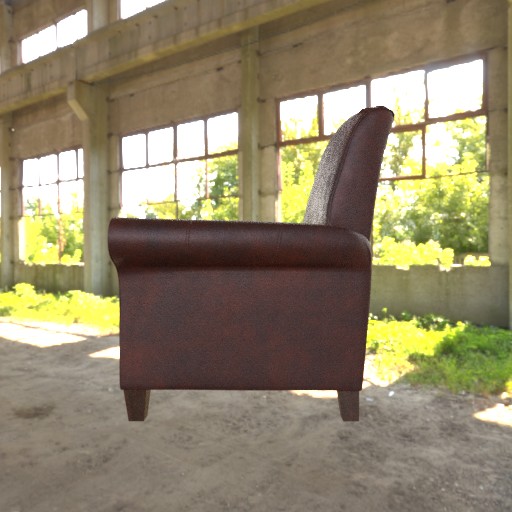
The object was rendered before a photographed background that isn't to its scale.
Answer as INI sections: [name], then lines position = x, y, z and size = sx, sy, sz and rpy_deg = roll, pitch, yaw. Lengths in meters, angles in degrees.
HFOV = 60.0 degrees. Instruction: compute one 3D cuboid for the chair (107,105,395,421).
[chair]
position = 0.000, 0.000, 1.776
size = 0.902, 1.061, 0.978
rpy_deg = 0, 0, 0
